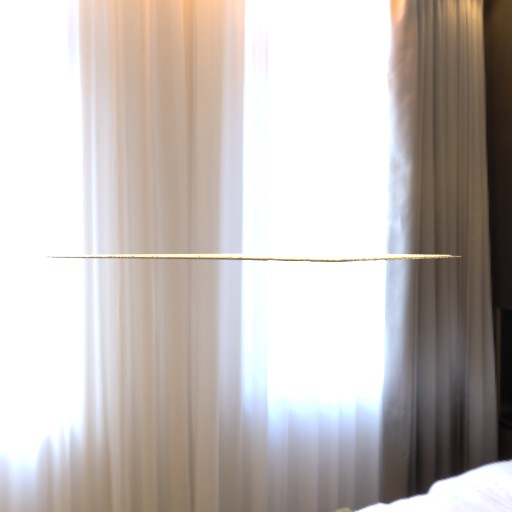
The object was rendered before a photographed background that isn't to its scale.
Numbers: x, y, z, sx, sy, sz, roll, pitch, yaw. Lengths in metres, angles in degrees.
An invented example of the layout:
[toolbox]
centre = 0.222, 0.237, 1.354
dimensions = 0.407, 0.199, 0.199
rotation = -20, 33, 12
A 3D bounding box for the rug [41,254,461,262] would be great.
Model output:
[rug]
centre = 0.000, 0.000, 4.792
dimensions = 3.585, 0.036, 2.892
rotation = 0, 1, 36
